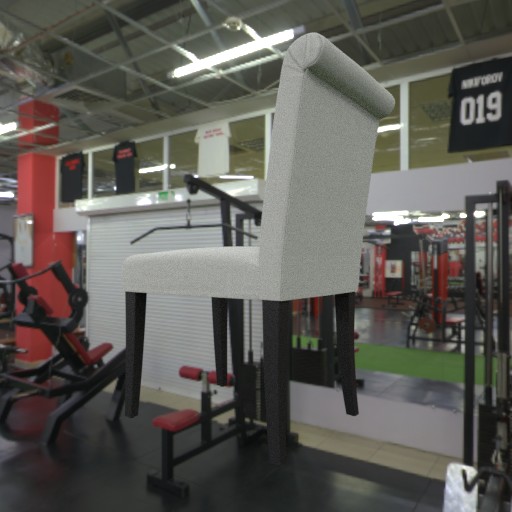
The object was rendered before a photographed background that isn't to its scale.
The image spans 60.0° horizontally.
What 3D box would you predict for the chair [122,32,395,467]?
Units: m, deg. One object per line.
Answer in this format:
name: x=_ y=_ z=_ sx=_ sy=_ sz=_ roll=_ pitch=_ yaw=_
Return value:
chair: x=0.000 y=0.000 z=1.331 sx=0.708 sy=0.976 sz=0.452 roll=-1 pitch=-1 yaw=37
